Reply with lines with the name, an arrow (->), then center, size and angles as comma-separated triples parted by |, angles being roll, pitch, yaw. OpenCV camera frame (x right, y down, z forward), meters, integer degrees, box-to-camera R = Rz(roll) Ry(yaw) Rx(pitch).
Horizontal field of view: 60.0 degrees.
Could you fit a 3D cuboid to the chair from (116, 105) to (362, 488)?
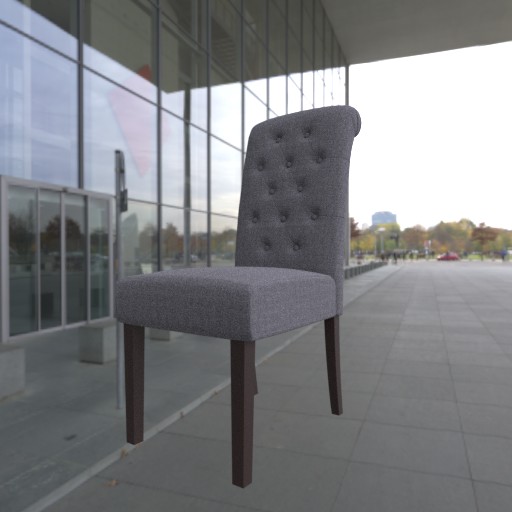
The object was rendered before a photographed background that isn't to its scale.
chair -> 0.000, 0.000, 1.337 | 0.456, 1.006, 0.671 | 0, 1, 36
